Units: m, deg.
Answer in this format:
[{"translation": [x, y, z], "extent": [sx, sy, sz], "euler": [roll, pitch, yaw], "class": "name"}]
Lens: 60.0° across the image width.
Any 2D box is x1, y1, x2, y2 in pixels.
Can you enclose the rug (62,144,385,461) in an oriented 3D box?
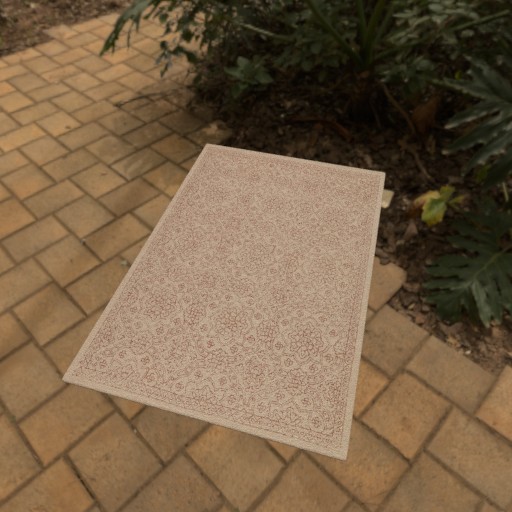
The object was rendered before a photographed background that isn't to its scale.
[{"translation": [0.000, 0.000, 2.372], "extent": [1.219, 0.010, 1.829], "euler": [12, 49, 10], "class": "rug"}]
